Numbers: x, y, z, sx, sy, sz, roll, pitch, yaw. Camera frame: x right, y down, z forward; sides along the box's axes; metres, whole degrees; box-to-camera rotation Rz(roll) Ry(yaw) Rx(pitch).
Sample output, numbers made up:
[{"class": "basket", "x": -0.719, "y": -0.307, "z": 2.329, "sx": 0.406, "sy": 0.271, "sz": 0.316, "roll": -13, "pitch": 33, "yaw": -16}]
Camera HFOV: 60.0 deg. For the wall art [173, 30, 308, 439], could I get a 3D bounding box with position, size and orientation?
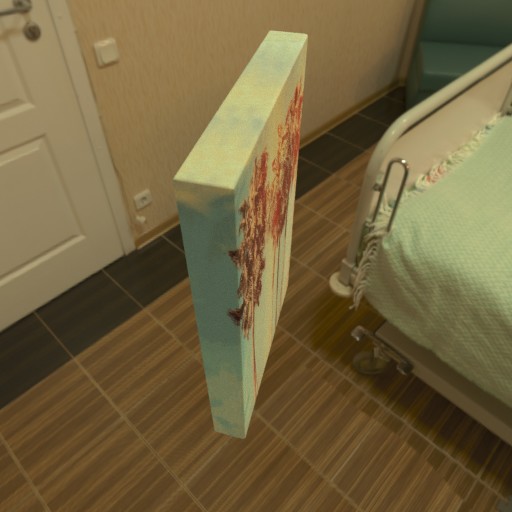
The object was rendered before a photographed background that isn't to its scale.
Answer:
[{"class": "wall art", "x": 0.000, "y": 0.000, "z": 0.486, "sx": 0.039, "sy": 0.380, "sz": 0.251, "roll": 11, "pitch": 47, "yaw": 10}]
